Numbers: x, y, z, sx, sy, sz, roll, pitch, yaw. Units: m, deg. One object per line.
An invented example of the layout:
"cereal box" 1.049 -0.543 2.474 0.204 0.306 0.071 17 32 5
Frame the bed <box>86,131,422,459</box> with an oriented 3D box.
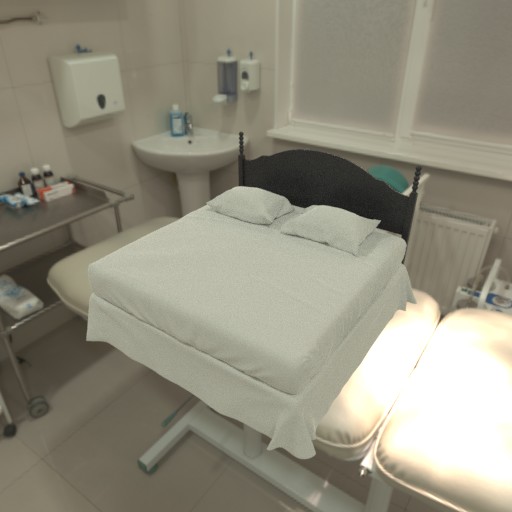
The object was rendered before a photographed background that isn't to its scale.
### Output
"bed" 0.000 0.000 3.765 2.322 1.355 2.219 20 36 29
